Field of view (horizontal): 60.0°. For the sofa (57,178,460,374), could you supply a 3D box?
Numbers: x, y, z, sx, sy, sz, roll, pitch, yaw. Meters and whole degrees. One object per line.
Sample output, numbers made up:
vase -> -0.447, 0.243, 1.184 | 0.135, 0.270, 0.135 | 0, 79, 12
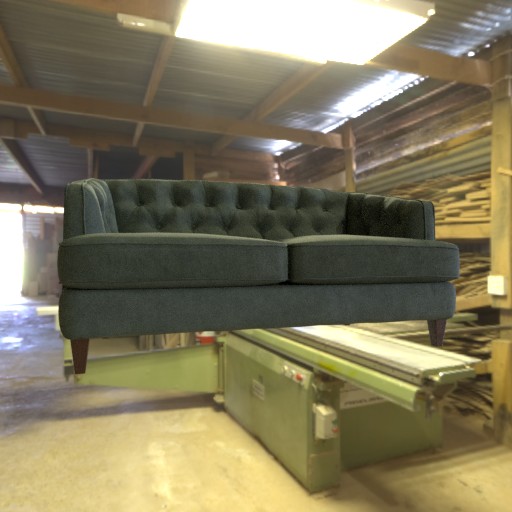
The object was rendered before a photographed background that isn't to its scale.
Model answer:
sofa -> 0.000, 0.000, 2.199 | 1.733, 0.855, 0.941 | 0, 0, -18
